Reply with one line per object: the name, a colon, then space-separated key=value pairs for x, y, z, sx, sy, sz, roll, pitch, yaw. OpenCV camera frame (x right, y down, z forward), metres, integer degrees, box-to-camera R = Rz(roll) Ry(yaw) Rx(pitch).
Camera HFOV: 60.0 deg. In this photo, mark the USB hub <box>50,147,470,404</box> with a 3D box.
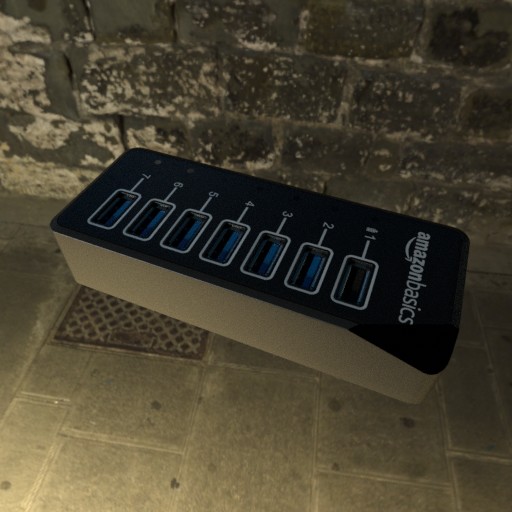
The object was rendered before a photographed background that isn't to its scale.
USB hub: x=0.000 y=0.000 z=0.130 sx=0.110 sy=0.023 sz=0.044 roll=17 pitch=50 yaw=15
